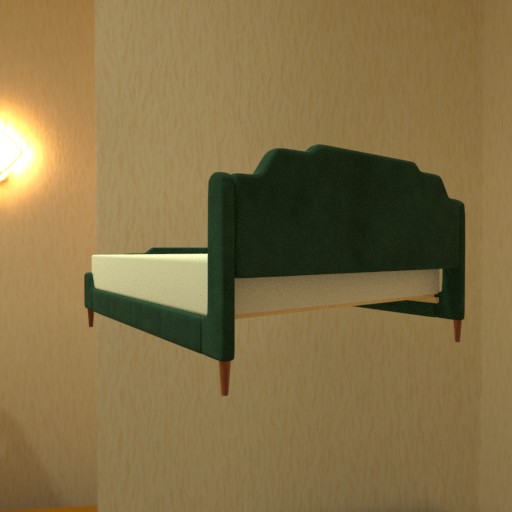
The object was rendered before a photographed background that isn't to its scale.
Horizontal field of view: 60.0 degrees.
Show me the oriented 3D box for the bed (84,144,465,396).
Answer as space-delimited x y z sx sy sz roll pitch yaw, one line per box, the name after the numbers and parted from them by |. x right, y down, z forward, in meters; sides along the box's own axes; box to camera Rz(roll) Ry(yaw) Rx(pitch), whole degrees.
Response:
0.000 0.000 3.556 2.074 1.245 2.340 -1 1 -36 | bed
